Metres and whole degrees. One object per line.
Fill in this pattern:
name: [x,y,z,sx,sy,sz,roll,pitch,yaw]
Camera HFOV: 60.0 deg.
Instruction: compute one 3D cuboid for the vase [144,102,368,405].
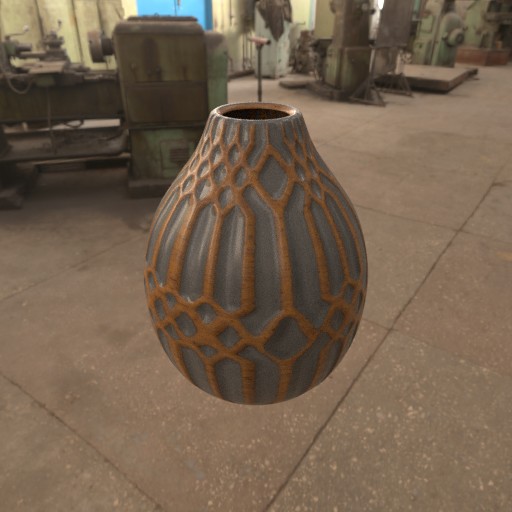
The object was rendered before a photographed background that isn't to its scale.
vase: [0.000,0.000,0.137,0.069,0.088,0.069,0,30,0]
